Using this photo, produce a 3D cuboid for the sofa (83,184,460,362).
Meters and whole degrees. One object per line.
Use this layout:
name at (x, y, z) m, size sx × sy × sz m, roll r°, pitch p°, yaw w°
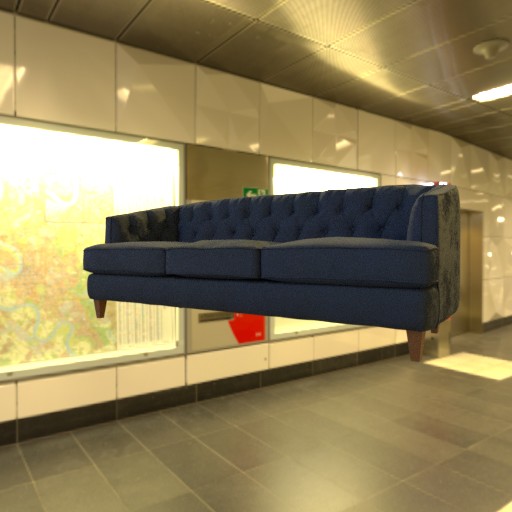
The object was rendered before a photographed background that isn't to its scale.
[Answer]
sofa at (0.000, 0.000, 2.731) m, size 2.278 × 0.855 × 0.941 m, roll 0°, pitch 1°, yaw 34°
